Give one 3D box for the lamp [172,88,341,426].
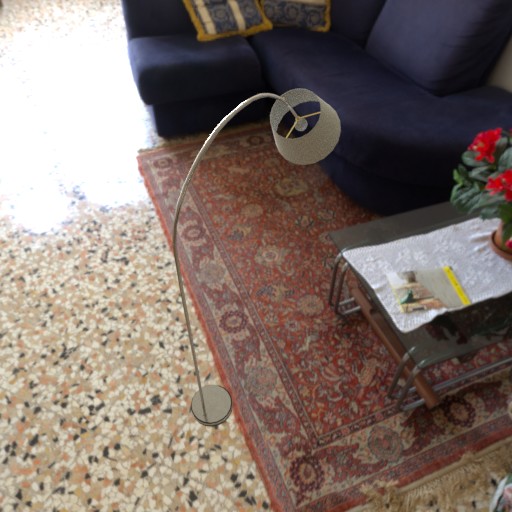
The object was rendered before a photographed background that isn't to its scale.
[{"bbox_3d":[0.000,0.000,2.745,0.406,2.098,1.445,25,51,22],"label":"lamp"}]
